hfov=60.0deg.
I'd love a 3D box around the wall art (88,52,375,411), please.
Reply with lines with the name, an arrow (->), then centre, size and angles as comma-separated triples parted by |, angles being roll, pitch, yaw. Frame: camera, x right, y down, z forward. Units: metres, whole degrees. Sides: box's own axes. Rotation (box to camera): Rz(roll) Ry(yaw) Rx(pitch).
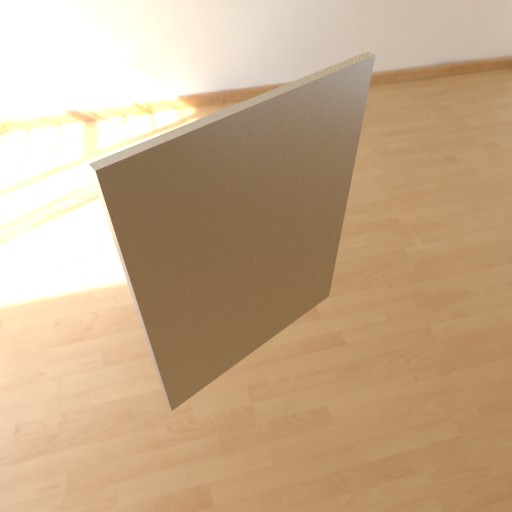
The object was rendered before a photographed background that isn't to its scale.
wall art -> 0.000, 0.000, 1.403 | 0.816, 1.046, 0.030 | -31, 54, -26
